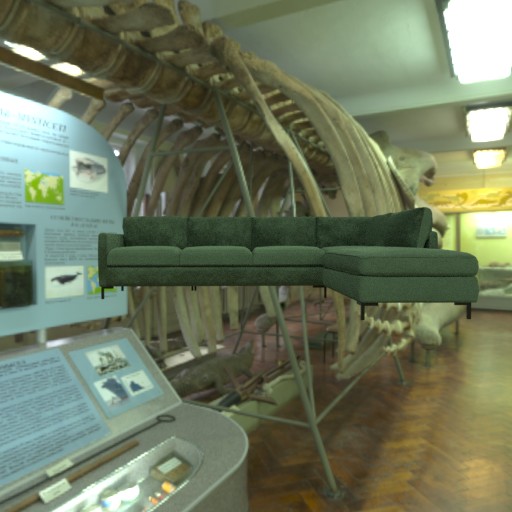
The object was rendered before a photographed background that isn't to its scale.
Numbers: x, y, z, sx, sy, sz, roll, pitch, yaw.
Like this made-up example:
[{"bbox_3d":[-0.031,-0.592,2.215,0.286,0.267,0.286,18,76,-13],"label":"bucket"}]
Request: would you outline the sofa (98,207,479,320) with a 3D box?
[{"bbox_3d":[0.000,0.000,3.304,2.486,0.687,1.707,0,2,-2],"label":"sofa"}]
